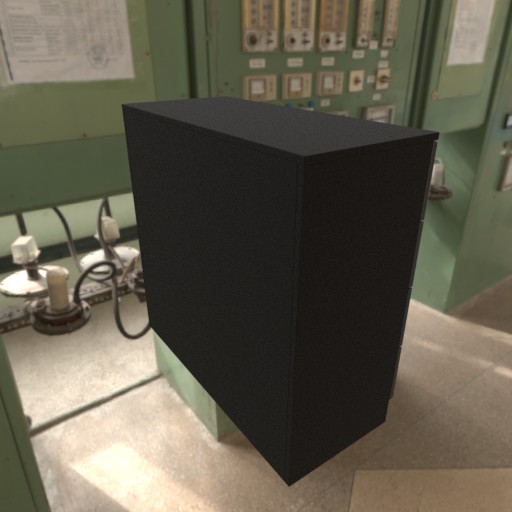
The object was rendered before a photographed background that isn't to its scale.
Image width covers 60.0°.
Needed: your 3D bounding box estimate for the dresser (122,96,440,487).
[{"bbox_3d":[0.000,0.000,1.175,0.360,0.720,0.750,-17,31,-32],"label":"dresser"}]
